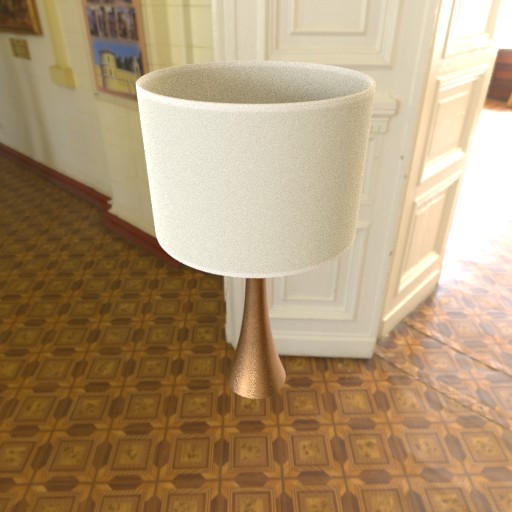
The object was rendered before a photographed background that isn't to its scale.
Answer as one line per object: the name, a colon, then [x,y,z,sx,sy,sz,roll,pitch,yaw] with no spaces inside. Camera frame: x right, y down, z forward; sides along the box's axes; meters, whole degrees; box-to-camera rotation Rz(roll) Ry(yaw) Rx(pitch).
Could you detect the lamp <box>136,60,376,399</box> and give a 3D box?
lamp: [0.000,0.000,0.632,0.268,0.479,0.268,-1,32,-2]
